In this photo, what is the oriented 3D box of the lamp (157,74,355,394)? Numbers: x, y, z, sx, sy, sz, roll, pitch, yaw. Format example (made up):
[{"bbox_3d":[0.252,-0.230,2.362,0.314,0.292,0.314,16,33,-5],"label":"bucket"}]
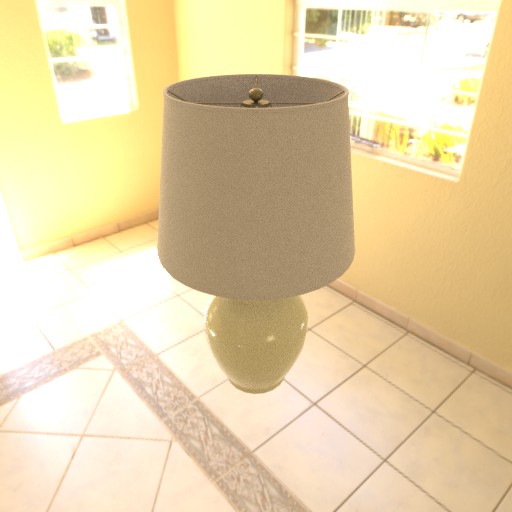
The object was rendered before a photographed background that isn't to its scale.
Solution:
[{"bbox_3d":[0.000,0.000,0.555,0.239,0.399,0.239,0,31,0],"label":"lamp"}]
